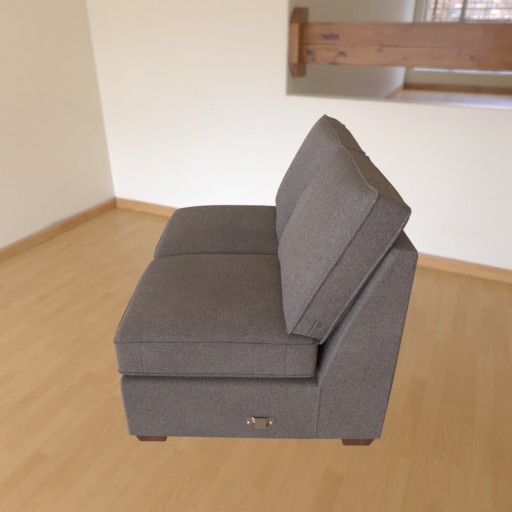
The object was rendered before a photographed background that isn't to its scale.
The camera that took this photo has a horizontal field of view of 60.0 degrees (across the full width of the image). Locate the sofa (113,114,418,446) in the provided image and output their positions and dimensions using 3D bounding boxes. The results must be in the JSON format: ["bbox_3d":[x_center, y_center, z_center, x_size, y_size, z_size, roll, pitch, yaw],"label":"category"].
[{"bbox_3d":[0.000,0.000,1.958,0.951,1.008,1.237,0,28,1],"label":"sofa"}]
